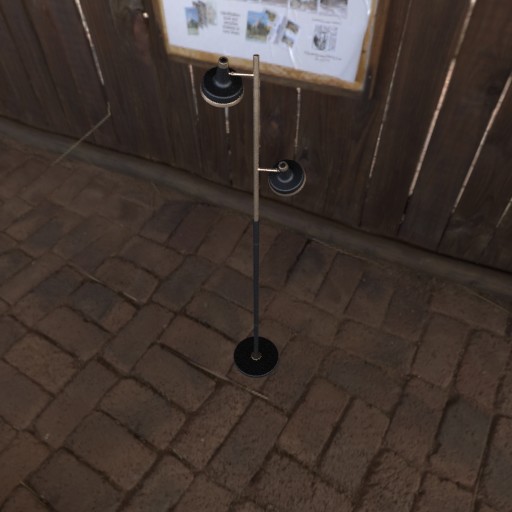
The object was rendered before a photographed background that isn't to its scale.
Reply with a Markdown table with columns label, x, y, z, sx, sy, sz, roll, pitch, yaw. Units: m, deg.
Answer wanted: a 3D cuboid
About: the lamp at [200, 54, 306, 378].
| label | x | y | z | sx | sy | sz | roll | pitch | yaw |
| --- | --- | --- | --- | --- | --- | --- | --- | --- | --- |
| lamp | 0.000 | 0.000 | 1.870 | 0.351 | 1.674 | 0.253 | 5 | 47 | 5 |
